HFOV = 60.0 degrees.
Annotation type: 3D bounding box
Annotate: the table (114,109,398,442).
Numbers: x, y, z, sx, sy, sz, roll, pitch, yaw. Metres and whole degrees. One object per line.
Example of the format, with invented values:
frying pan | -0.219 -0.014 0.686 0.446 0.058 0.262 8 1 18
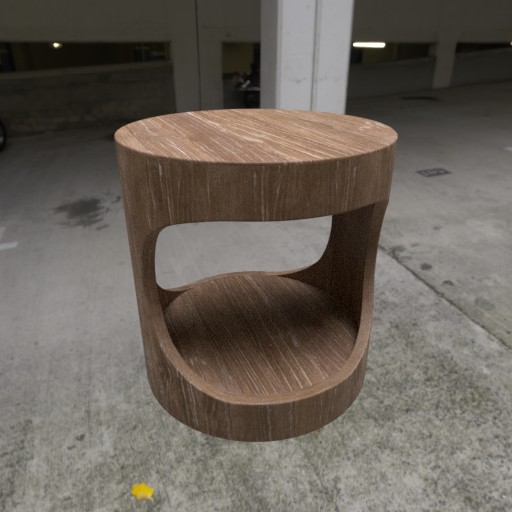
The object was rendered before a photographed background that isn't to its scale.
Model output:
table | 0.000 0.000 0.978 0.527 0.551 0.527 0 26 0
